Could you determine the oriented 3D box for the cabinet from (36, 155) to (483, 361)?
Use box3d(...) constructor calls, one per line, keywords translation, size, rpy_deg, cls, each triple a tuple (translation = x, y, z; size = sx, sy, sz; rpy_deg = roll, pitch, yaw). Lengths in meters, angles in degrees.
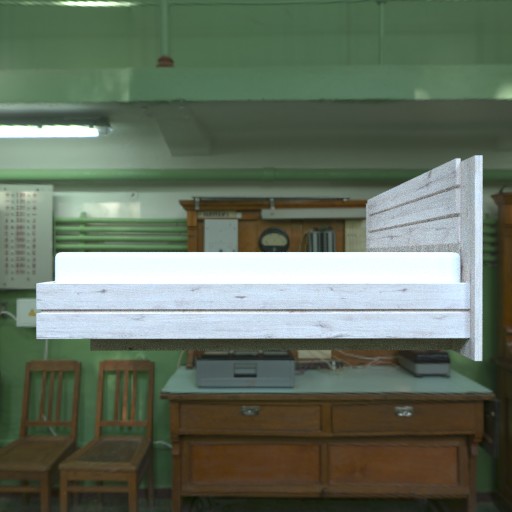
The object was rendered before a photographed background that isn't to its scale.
box3d(translation=(0.000, 0.000, 3.019), size=(2.080, 0.970, 1.950), rpy_deg=(0, 0, -1), cls="cabinet")
